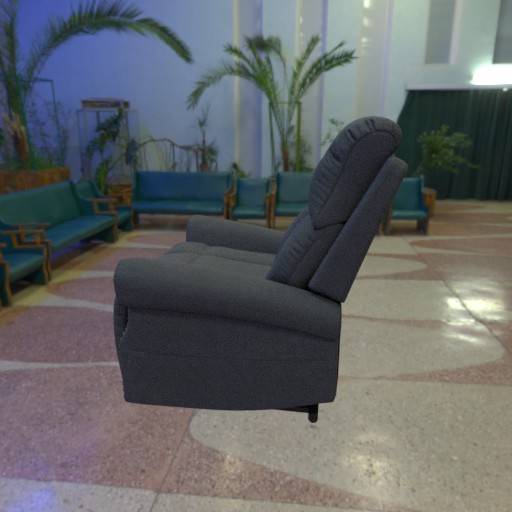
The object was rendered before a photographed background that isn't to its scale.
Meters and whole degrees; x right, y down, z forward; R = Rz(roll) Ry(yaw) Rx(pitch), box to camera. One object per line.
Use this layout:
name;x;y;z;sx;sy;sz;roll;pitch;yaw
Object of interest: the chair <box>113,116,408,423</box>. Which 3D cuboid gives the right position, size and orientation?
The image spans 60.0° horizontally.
chair;0.000;0.000;1.731;0.979;1.031;0.871;3;16;9
